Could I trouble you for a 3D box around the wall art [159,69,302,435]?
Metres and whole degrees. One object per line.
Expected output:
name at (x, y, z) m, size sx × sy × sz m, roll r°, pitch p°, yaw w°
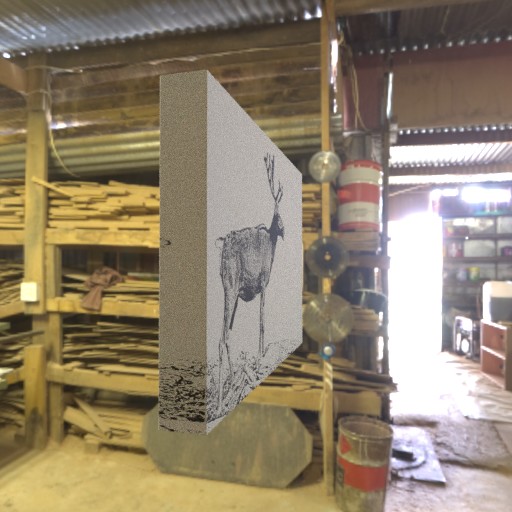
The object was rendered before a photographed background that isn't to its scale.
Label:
wall art at (0.000, 0.000, 0.501) m, size 0.038 × 0.259 × 0.381 m, roll 0°, pitch -1°, yaw 16°
